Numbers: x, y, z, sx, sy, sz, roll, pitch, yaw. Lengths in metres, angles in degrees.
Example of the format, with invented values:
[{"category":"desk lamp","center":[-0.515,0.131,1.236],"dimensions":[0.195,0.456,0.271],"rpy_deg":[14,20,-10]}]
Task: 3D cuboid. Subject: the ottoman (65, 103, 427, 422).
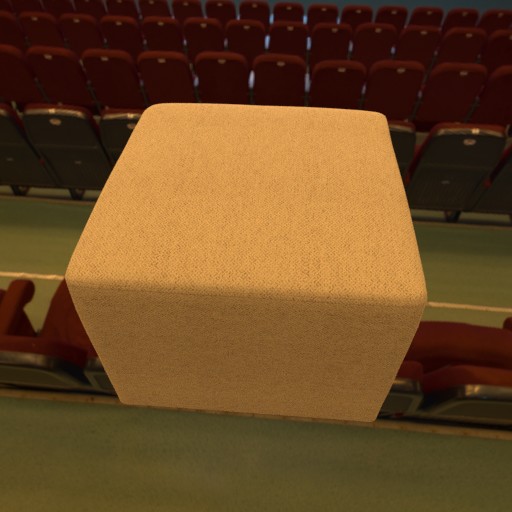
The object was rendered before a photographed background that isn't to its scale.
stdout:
[{"category":"ottoman","center":[0.000,0.000,0.911],"dimensions":[0.521,0.453,0.512],"rpy_deg":[3,47,3]}]
